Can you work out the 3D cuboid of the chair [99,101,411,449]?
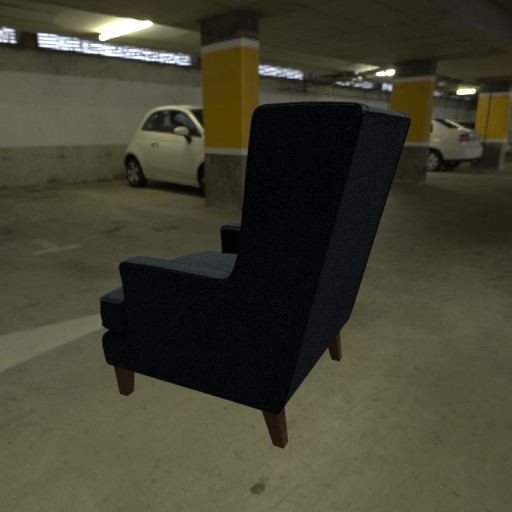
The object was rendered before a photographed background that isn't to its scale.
[{"bbox_3d":[0.000,0.000,1.707,0.947,1.072,0.764,8,17,26],"label":"chair"}]
